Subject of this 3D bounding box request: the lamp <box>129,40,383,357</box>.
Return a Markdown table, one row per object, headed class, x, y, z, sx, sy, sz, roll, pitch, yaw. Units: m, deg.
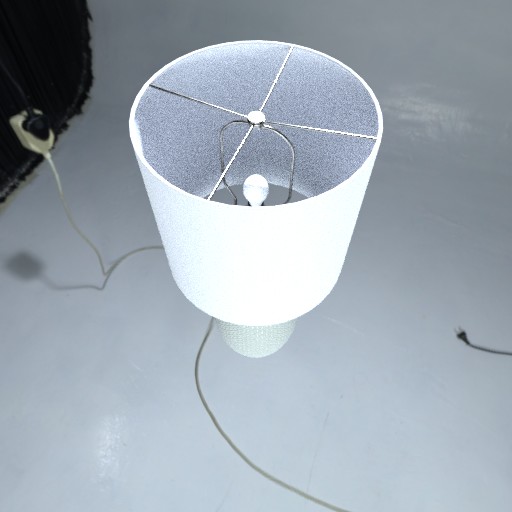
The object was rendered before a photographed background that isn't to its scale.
| class | x | y | z | sx | sy | sz | roll | pitch | yaw |
| --- | --- | --- | --- | --- | --- | --- | --- | --- | --- |
| lamp | 0.000 | 0.000 | 0.571 | 0.217 | 0.453 | 0.217 | 17 | 58 | 11 |
